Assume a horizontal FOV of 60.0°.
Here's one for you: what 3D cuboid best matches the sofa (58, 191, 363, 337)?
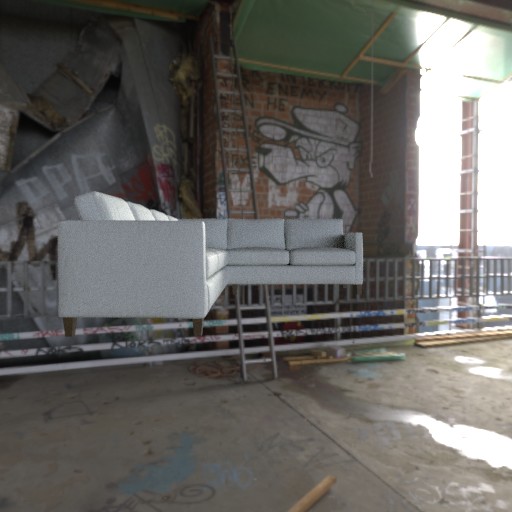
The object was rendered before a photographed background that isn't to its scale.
[{"bbox_3d":[0.000,0.000,4.361,2.522,0.934,3.333,0,1,0],"label":"sofa"}]
